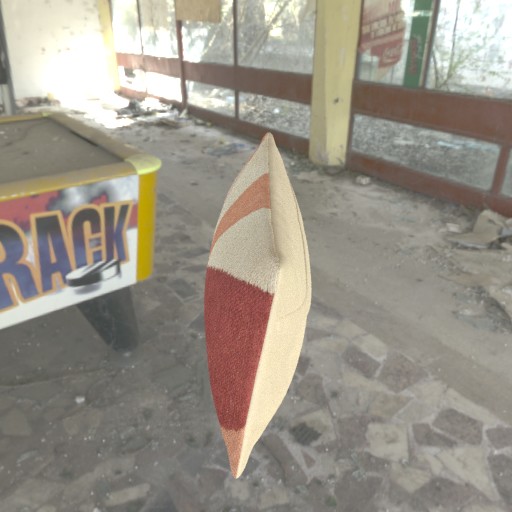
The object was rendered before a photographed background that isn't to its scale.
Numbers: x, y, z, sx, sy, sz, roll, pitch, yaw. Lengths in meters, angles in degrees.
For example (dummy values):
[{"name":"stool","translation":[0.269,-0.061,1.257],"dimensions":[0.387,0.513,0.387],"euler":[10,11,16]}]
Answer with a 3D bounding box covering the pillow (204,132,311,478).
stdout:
[{"name":"pillow","translation":[0.000,0.000,0.733],"dimensions":[0.155,0.292,0.609],"euler":[0,27,0]}]
